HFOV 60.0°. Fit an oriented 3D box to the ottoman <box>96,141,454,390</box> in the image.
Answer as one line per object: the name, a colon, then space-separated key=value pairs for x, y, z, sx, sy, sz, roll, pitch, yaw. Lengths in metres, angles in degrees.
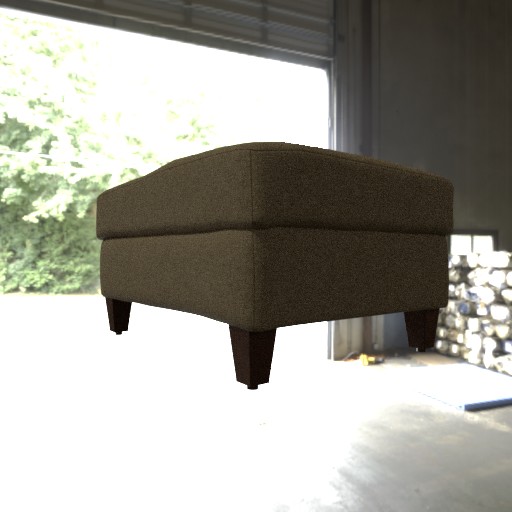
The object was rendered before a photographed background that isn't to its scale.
ottoman: x=0.000 y=0.000 z=1.314 sx=0.692 sy=0.511 sz=0.889 roll=0 pitch=0 yaw=-37
